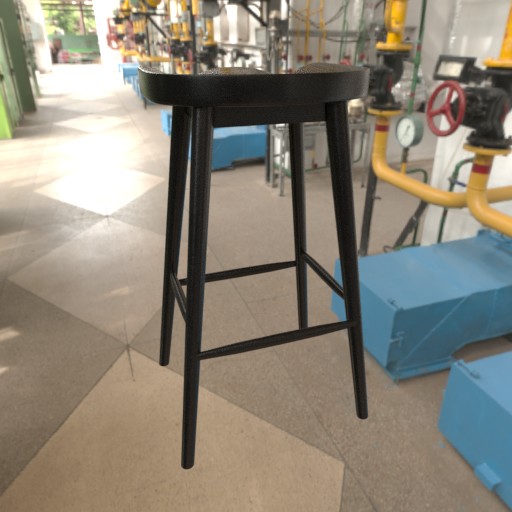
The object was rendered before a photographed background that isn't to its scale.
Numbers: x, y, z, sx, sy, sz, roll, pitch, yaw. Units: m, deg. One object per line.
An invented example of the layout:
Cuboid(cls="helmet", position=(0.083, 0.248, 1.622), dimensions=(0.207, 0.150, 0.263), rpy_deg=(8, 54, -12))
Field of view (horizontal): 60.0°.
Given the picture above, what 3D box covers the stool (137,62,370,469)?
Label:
Cuboid(cls="stool", position=(0.000, 0.000, 0.957), dimensions=(0.440, 0.749, 0.361), rpy_deg=(-9, 28, -17))
